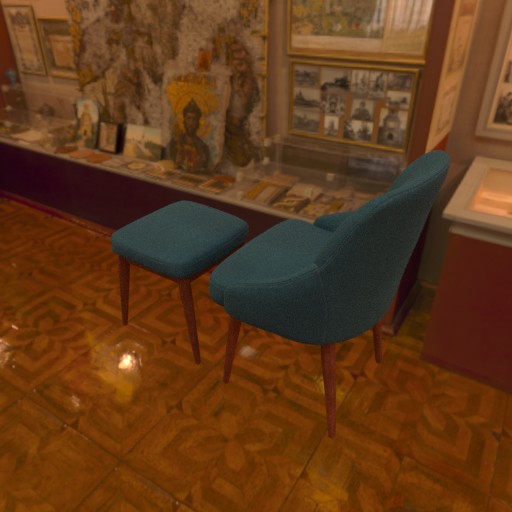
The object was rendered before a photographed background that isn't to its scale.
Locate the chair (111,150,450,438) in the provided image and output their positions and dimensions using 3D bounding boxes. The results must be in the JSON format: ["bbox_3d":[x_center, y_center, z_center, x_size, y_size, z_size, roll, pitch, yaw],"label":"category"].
[{"bbox_3d":[0.000,0.000,1.562,1.114,0.866,0.584,19,36,29],"label":"chair"}]
